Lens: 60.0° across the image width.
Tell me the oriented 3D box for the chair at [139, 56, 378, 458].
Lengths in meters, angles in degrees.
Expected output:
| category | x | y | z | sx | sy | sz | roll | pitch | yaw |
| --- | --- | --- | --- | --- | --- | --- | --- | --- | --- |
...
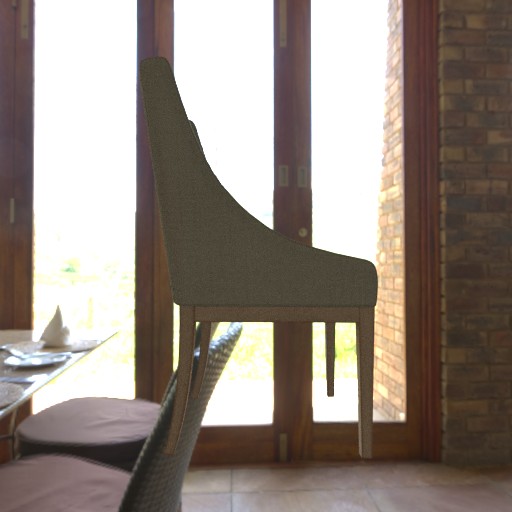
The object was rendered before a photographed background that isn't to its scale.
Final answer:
| category | x | y | z | sx | sy | sz | roll | pitch | yaw |
| --- | --- | --- | --- | --- | --- | --- | --- | --- | --- |
| chair | 0.000 | 0.000 | 1.387 | 0.611 | 1.021 | 0.575 | 0 | -1 | 0 |
